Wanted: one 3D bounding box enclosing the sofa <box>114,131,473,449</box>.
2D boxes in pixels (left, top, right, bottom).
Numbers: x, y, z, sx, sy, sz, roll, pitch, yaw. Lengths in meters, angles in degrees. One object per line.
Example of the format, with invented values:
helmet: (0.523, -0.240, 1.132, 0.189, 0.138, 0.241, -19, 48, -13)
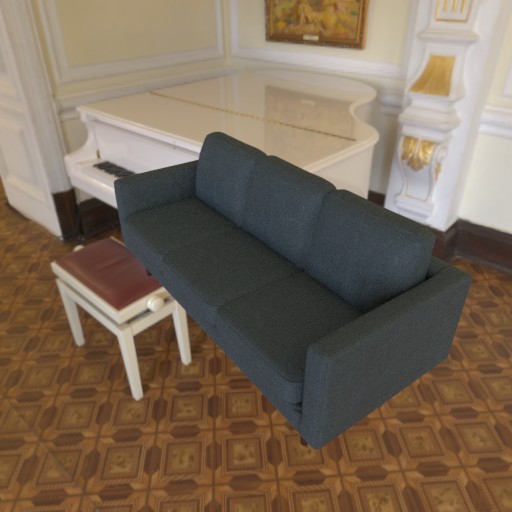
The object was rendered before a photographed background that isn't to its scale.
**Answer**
sofa: (0.000, 0.000, 2.551, 0.935, 0.945, 2.013, -21, 38, -30)
